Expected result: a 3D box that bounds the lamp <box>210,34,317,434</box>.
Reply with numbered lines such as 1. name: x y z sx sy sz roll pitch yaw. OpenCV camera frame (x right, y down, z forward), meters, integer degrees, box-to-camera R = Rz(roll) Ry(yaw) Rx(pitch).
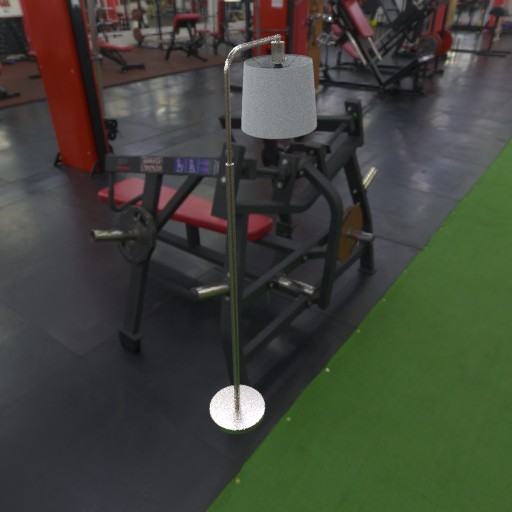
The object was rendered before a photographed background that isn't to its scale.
1. lamp: 0.000 0.000 1.664 0.254 1.478 0.508 23 38 32
